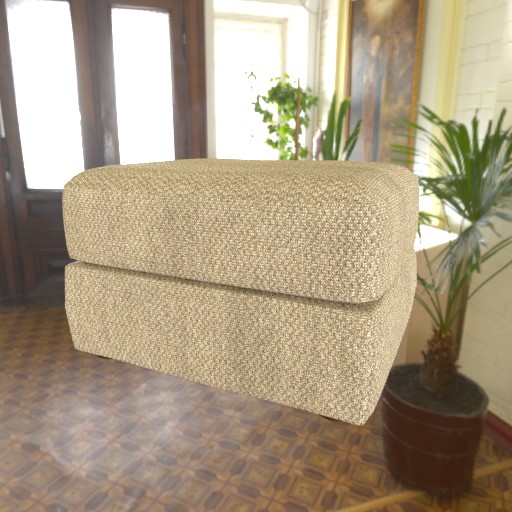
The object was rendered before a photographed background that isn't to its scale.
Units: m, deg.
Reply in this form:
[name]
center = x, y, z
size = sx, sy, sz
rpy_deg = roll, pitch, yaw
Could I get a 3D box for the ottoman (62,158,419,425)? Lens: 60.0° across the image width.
[ottoman]
center = 0.000, 0.000, 1.134
size = 0.751, 0.476, 0.603
rpy_deg = 7, 16, 25
